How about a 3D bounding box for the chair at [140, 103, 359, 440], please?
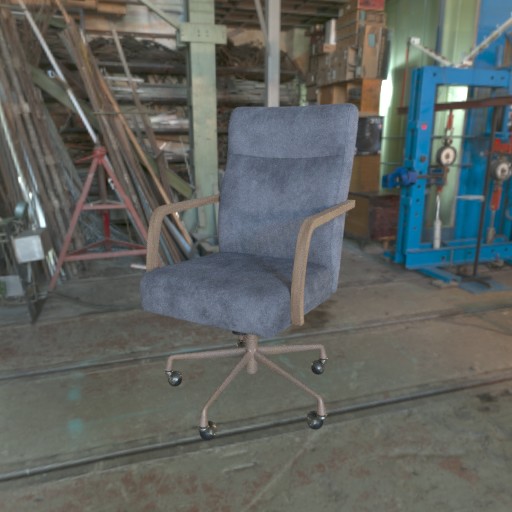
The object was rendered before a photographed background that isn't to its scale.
[{"bbox_3d":[0.000,0.000,1.538,0.640,1.029,0.741,8,17,26],"label":"chair"}]
